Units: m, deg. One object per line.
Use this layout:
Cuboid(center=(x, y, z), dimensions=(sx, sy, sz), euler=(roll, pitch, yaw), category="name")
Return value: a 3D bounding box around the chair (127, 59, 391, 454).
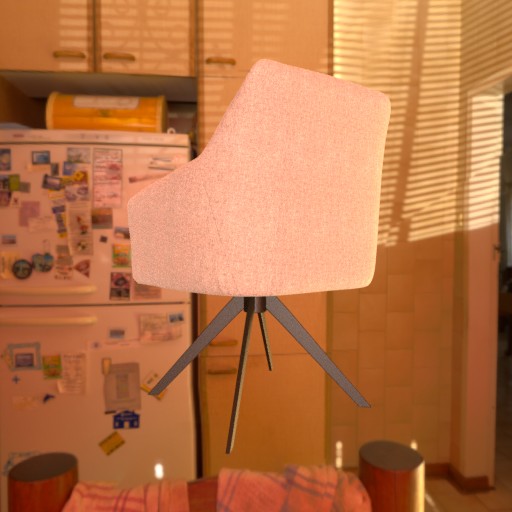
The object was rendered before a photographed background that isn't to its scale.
Cuboid(center=(0.000, 0.000, 1.321), dimensions=(0.642, 0.874, 0.677), euler=(-2, 3, -35), category="chair")
